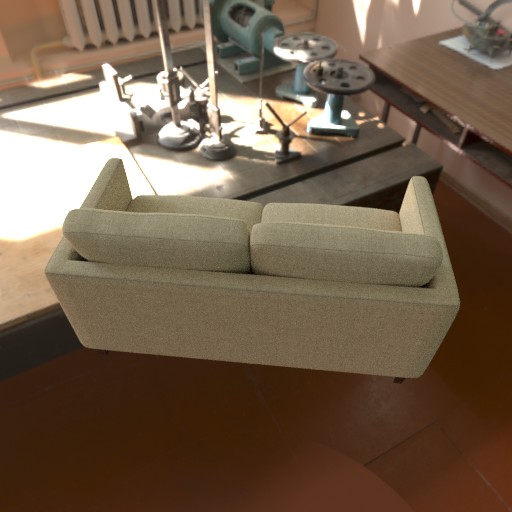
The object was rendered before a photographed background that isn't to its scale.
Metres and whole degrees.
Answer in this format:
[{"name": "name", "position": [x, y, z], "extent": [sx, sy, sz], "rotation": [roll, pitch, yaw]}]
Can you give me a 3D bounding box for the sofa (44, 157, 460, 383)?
[{"name": "sofa", "position": [0.000, 0.000, 2.459], "extent": [1.884, 0.963, 0.950], "rotation": [4, 47, 4]}]
